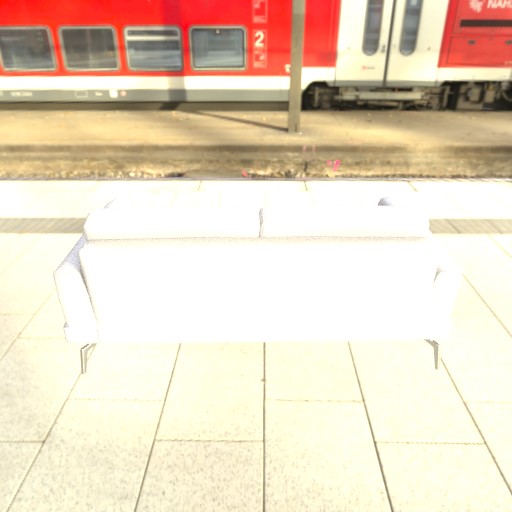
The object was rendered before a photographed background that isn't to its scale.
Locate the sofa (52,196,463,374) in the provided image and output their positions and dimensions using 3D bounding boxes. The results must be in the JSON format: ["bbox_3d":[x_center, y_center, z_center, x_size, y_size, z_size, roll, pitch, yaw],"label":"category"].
[{"bbox_3d":[0.000,0.000,2.795,2.177,0.930,1.121,0,28,-1],"label":"sofa"}]
